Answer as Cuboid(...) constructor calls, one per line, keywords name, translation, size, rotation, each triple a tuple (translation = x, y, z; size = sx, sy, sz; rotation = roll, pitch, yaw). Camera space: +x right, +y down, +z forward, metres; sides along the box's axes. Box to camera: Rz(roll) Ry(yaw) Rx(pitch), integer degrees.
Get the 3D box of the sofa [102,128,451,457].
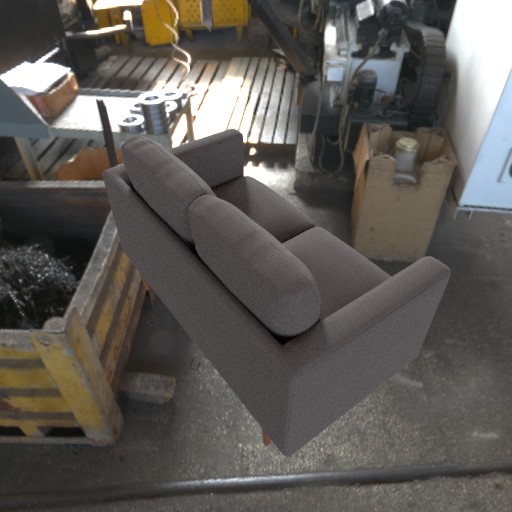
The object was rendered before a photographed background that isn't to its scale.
Cuboid(name="sofa", translation=(0.000, 0.000, 2.026), size=(0.796, 0.908, 1.430), rotation=(-27, 49, -26))
